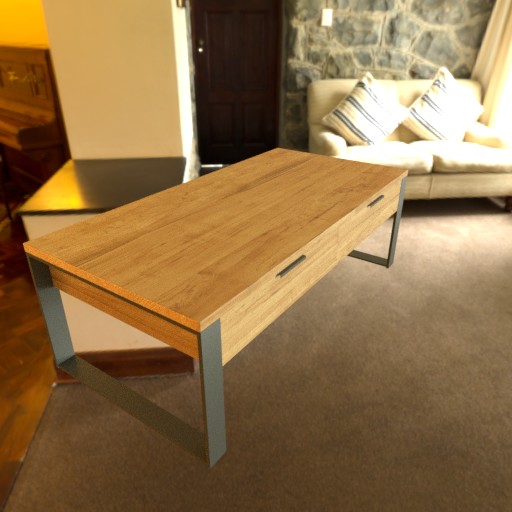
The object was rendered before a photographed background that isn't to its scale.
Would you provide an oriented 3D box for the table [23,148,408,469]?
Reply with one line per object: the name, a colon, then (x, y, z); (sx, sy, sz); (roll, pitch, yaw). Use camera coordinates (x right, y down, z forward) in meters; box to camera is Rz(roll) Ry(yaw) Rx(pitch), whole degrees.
table: (0.000, 0.000, 1.473); (0.590, 0.400, 1.180); (18, 32, 30)
